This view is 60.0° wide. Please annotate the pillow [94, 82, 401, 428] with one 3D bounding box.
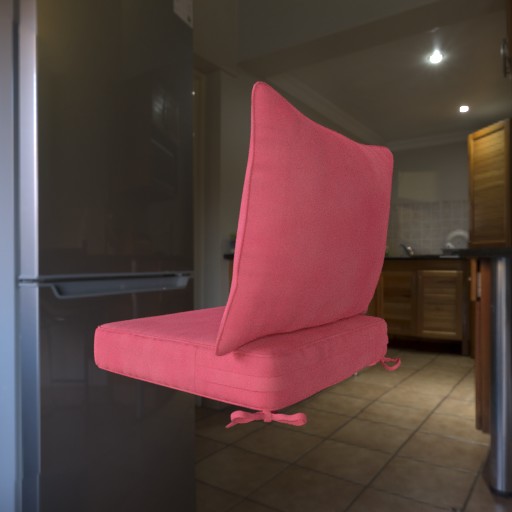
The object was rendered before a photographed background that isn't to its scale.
[{"bbox_3d":[0.000,0.000,1.369,0.733,0.725,0.798,0,0,37],"label":"pillow"}]
